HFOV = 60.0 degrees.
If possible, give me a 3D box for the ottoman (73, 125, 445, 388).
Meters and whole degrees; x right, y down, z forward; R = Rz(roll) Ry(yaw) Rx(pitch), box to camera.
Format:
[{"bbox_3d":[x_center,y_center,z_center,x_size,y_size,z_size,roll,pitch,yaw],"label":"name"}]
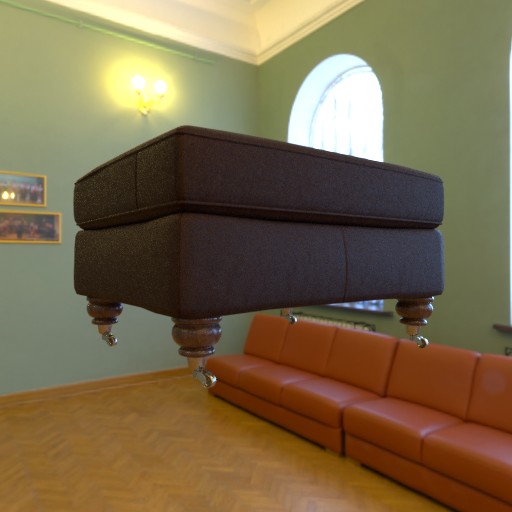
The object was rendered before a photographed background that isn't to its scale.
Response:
[{"bbox_3d":[0.000,0.000,1.793,1.187,0.730,0.967,0,0,-37],"label":"ottoman"}]
